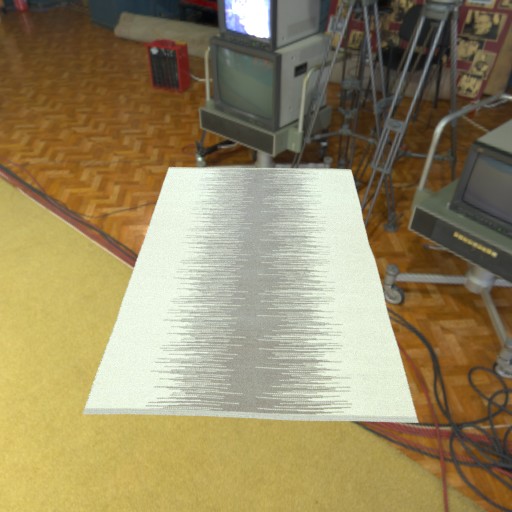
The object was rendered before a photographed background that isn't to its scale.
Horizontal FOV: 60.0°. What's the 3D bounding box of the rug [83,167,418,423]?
[{"bbox_3d":[0.000,0.000,2.299,1.226,0.007,1.815,1,41,1],"label":"rug"}]
